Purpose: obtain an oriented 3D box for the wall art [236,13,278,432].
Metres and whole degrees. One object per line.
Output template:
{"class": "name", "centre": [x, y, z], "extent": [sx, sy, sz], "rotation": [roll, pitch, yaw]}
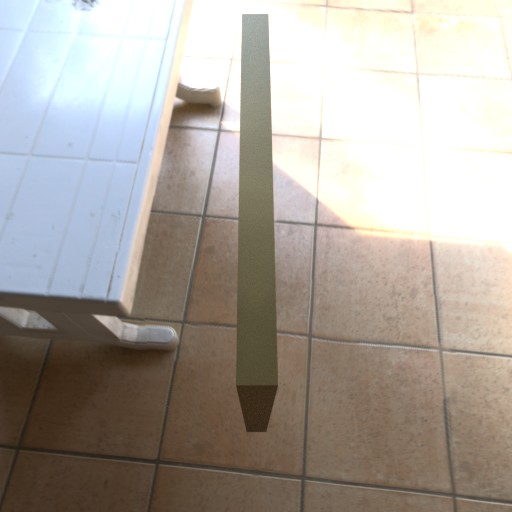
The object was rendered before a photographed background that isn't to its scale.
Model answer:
{"class": "wall art", "centre": [0.000, 0.000, 0.738], "extent": [0.038, 0.508, 0.507], "rotation": [0, 64, 0]}
